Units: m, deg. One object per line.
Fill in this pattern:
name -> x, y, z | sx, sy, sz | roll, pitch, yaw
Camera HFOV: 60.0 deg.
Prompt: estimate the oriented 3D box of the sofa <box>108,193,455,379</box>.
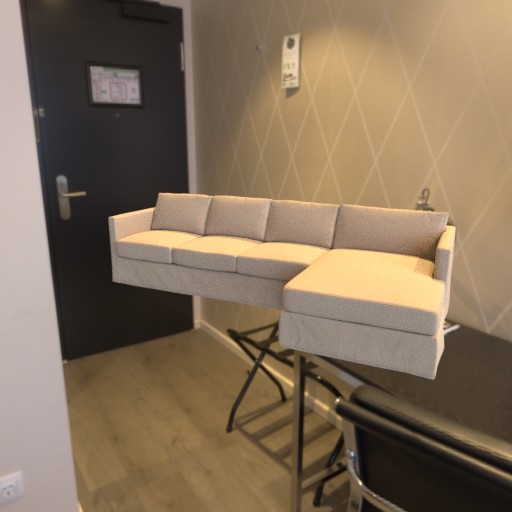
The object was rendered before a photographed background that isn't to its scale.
sofa -> 0.000, 0.000, 3.929 | 3.206, 0.871, 1.622 | 7, 16, 25
